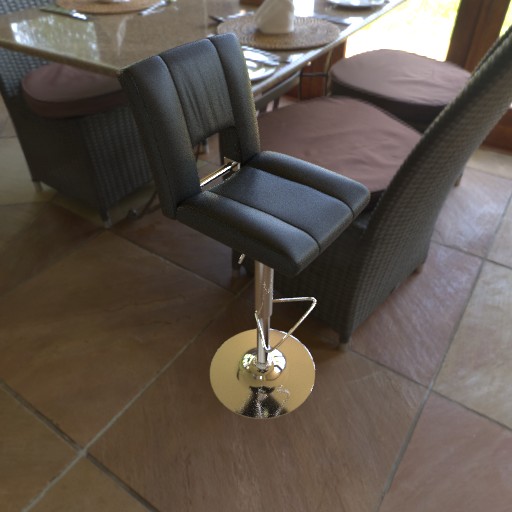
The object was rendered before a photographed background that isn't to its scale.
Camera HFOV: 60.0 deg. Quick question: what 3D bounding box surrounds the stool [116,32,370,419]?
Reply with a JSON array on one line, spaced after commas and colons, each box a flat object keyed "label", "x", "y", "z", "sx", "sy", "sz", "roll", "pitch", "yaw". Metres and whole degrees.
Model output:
[{"label": "stool", "x": 0.000, "y": 0.000, "z": 1.374, "sx": 0.520, "sy": 1.151, "sz": 0.415, "roll": 26, "pitch": 47, "yaw": 27}]
